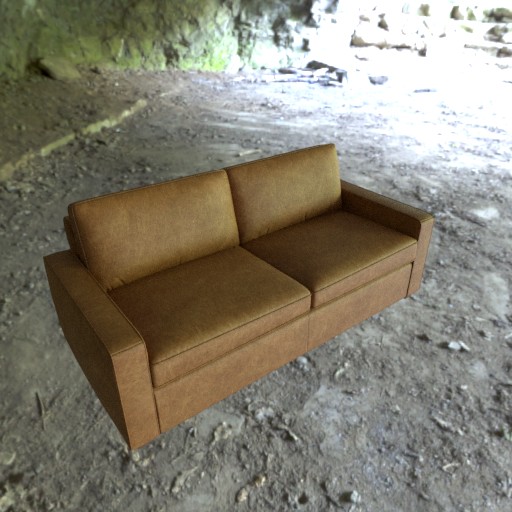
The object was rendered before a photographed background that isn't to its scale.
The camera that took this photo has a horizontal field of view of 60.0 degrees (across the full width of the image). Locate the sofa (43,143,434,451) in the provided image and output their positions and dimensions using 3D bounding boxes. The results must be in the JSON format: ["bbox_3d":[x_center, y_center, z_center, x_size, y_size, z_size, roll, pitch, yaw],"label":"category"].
[{"bbox_3d":[0.000,0.000,2.617,2.156,0.928,0.991,-21,36,-32],"label":"sofa"}]
